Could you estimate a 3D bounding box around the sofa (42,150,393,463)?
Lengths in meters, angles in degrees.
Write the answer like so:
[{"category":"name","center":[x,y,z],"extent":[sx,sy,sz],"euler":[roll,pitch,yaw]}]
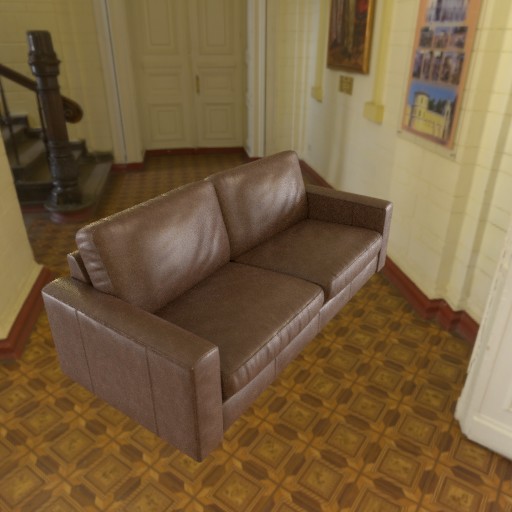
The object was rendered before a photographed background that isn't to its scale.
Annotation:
[{"category":"sofa","center":[0.000,0.000,2.717],"extent":[1.016,0.873,2.179],"euler":[18,32,31]}]
